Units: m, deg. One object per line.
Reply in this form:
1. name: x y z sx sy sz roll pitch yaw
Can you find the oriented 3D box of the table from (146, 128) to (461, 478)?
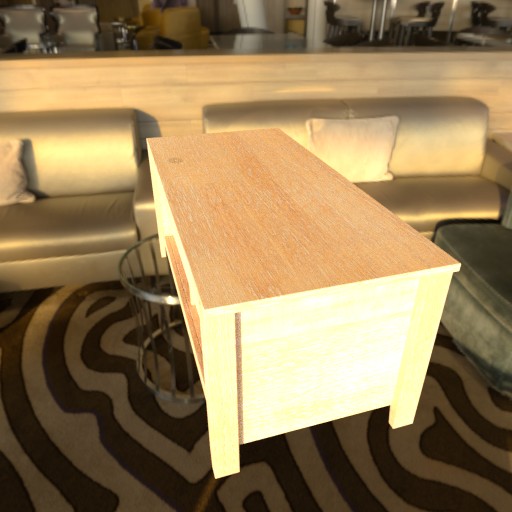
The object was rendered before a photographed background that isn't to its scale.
1. table: 0.000 0.000 1.292 0.483 0.457 1.016 -9 32 -15
